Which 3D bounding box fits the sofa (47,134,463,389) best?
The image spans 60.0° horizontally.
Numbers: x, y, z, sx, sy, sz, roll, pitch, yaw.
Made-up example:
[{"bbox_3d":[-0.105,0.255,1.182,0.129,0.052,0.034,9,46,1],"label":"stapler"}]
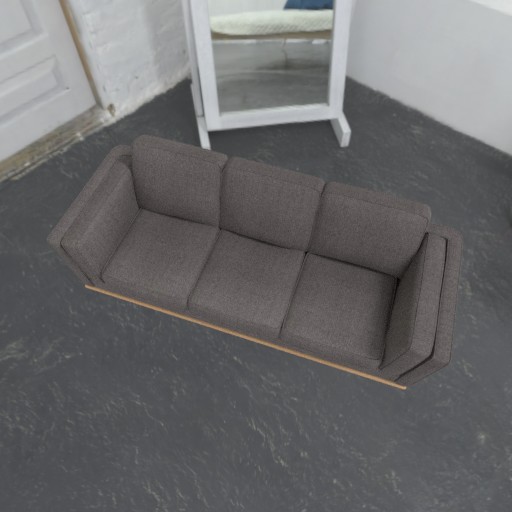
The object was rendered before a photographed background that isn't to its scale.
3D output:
[{"bbox_3d":[0.000,0.000,2.832,2.362,0.899,0.903,16,59,10],"label":"sofa"}]
